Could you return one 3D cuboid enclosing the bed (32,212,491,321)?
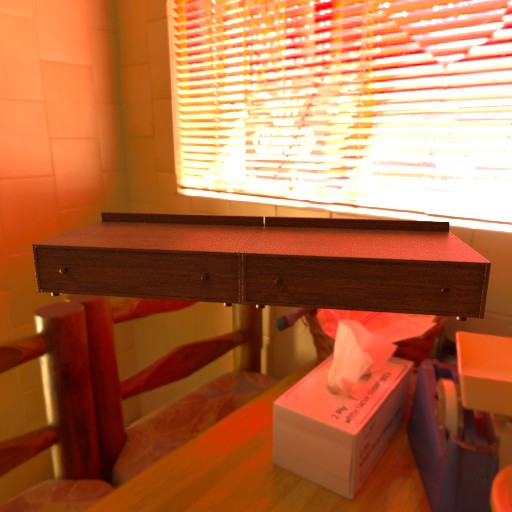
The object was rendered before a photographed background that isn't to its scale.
[{"bbox_3d":[0.000,0.000,2.343,2.057,0.326,0.787,2,14,9],"label":"bed"}]
